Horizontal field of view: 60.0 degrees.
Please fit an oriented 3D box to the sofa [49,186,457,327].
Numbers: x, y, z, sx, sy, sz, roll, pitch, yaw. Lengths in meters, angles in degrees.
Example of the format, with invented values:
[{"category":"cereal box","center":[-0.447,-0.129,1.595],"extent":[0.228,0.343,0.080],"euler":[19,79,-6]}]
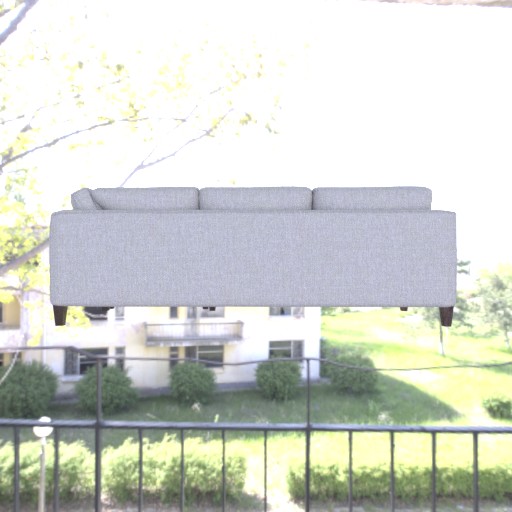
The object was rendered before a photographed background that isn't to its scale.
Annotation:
[{"category":"sofa","center":[0.000,0.000,4.388],"extent":[2.551,0.889,3.403],"euler":[0,0,1]}]
